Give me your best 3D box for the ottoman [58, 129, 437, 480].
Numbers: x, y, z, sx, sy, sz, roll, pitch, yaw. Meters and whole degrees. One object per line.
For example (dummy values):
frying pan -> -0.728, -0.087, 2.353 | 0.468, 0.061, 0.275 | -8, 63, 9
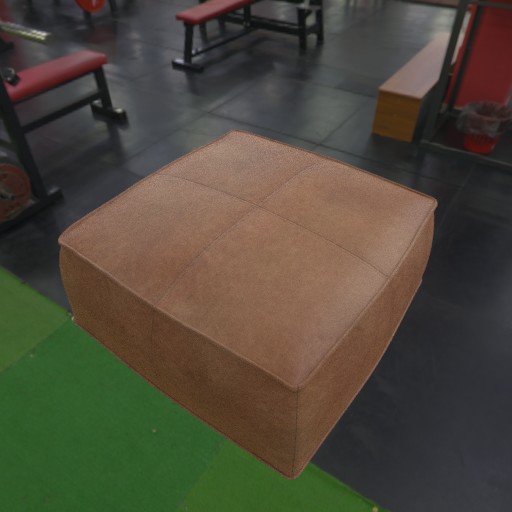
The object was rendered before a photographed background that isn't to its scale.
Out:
ottoman -> 0.000, 0.000, 1.379 | 0.901, 0.395, 0.902 | 26, 49, 26
